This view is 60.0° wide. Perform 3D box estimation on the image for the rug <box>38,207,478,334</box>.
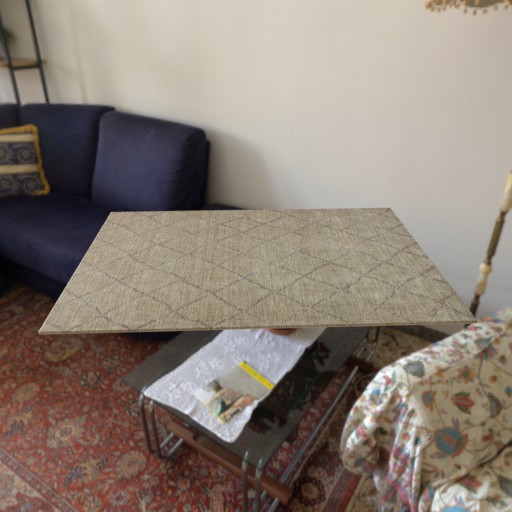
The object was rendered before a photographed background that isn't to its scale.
[{"bbox_3d":[0.000,0.000,2.958,2.280,0.015,1.521,-1,29,-2],"label":"rug"}]
